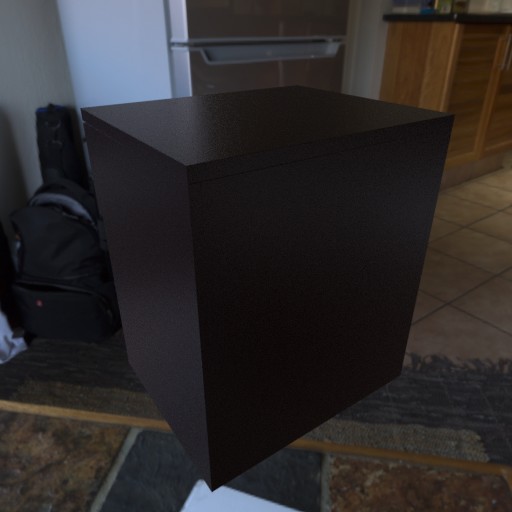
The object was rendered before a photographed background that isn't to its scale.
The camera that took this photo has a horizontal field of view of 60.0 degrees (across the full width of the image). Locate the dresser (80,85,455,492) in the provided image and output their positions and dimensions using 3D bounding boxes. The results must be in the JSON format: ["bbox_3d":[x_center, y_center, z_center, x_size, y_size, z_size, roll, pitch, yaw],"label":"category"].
[{"bbox_3d":[0.000,0.000,0.736,0.400,0.470,0.360,-18,34,-30],"label":"dresser"}]
